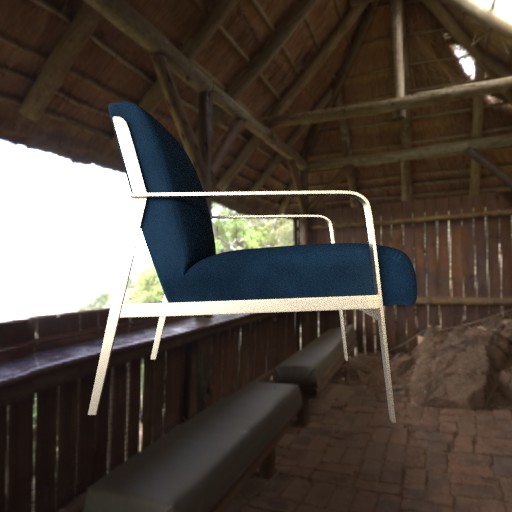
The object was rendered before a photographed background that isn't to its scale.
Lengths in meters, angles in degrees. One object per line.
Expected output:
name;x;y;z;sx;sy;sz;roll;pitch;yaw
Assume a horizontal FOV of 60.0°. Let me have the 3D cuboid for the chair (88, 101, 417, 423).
chair;0.000;0.000;1.454;0.859;0.831;0.692;0;0;1
